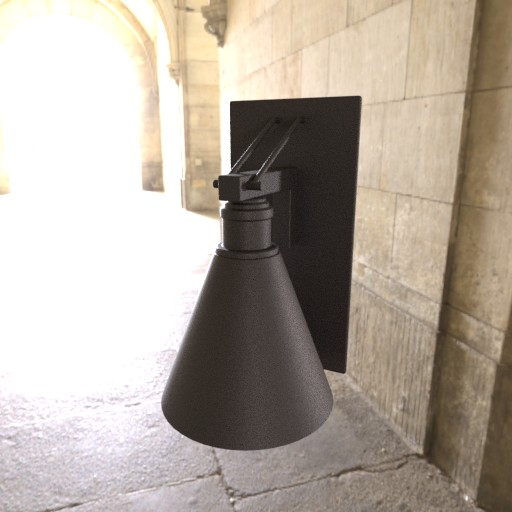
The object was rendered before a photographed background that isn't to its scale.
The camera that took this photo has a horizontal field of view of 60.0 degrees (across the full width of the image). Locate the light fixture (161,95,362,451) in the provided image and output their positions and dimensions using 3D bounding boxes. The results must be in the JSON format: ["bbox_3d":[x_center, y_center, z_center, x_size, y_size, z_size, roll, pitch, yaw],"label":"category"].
[{"bbox_3d":[0.000,0.000,0.426,0.170,0.298,0.207,7,16,26],"label":"light fixture"}]
